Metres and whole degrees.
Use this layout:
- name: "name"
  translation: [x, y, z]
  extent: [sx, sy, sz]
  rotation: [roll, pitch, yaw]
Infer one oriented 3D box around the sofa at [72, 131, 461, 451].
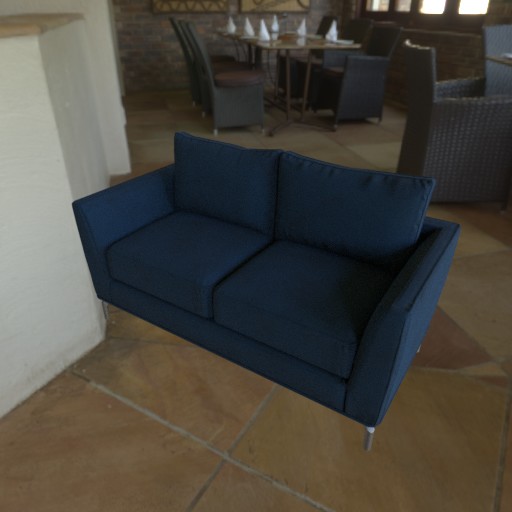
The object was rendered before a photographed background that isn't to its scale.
- name: "sofa"
  translation: [0.000, 0.000, 2.311]
  extent: [1.770, 1.002, 0.853]
  rotation: [18, 34, 29]
